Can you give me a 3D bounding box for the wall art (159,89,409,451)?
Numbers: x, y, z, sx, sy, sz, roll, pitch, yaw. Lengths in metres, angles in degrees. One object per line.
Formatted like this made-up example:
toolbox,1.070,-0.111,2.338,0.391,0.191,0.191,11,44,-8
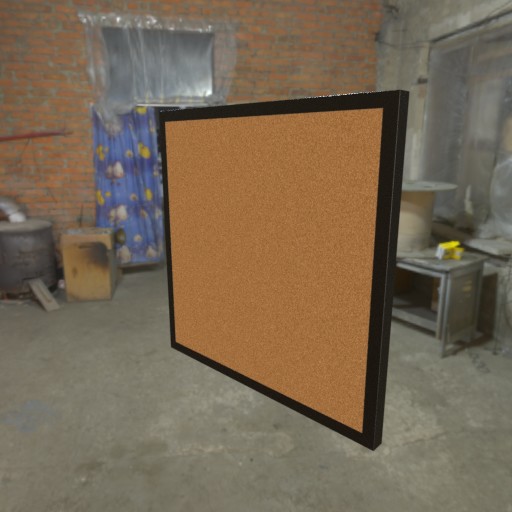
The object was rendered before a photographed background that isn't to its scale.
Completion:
wall art,0.000,0.000,1.171,0.765,0.765,0.038,13,19,42
